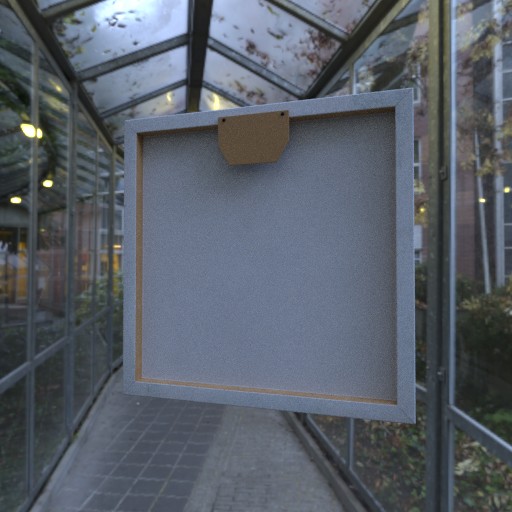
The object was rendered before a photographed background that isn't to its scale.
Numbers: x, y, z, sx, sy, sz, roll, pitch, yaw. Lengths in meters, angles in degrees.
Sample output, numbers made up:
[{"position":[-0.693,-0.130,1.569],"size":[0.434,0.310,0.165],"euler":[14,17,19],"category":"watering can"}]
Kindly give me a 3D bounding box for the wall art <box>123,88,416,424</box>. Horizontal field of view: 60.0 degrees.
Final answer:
[{"position":[0.000,0.000,0.900],"size":[0.605,0.605,0.044],"euler":[0,-1,18],"category":"wall art"}]
